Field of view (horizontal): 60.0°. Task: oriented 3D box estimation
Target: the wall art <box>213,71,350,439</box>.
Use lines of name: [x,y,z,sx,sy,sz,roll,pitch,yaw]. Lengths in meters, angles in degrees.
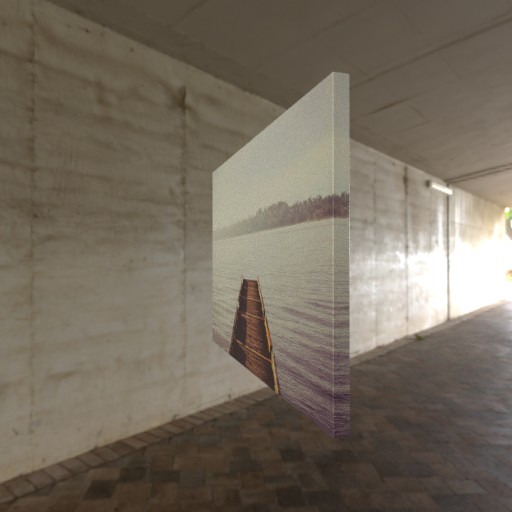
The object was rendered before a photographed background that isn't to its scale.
wall art: [0.000,0.000,0.788,0.021,0.410,0.615,0,0,-18]
